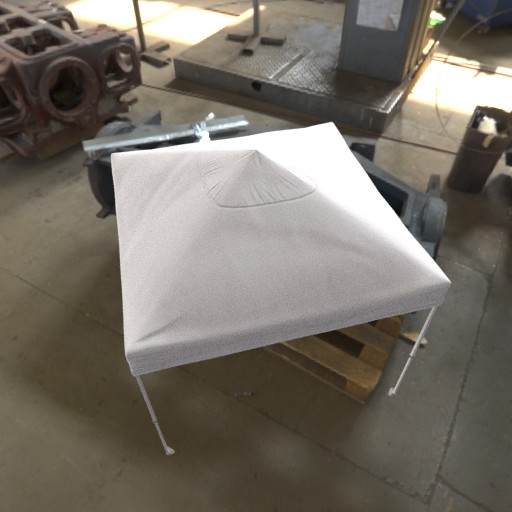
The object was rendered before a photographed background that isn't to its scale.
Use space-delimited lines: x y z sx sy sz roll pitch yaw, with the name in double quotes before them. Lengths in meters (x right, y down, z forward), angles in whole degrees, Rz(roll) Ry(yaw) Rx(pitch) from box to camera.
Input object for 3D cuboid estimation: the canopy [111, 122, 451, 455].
"canopy" 0.000 0.000 5.369 2.998 2.997 2.996 -11 48 -10
